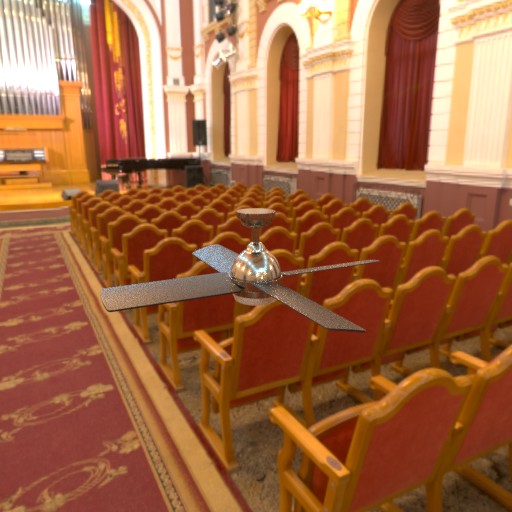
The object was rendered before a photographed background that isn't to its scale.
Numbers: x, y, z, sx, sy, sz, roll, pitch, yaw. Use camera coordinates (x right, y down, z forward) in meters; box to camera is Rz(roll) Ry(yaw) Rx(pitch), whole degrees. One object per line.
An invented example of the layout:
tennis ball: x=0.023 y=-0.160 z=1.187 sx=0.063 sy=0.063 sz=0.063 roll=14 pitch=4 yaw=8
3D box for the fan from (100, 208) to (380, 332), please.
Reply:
fan: x=0.000 y=0.000 z=1.973 sx=1.332 sy=0.403 sz=1.332 roll=-7 pitch=15 yaw=-26
